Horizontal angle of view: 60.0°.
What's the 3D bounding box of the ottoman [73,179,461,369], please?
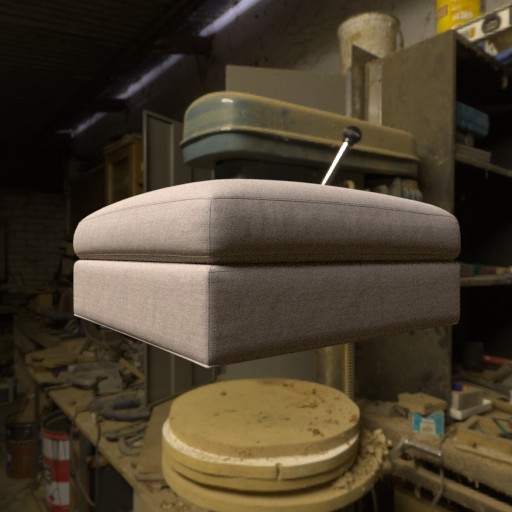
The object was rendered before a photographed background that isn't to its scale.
[{"bbox_3d":[0.000,0.000,1.635,1.041,0.470,1.041,0,0,-37],"label":"ottoman"}]
